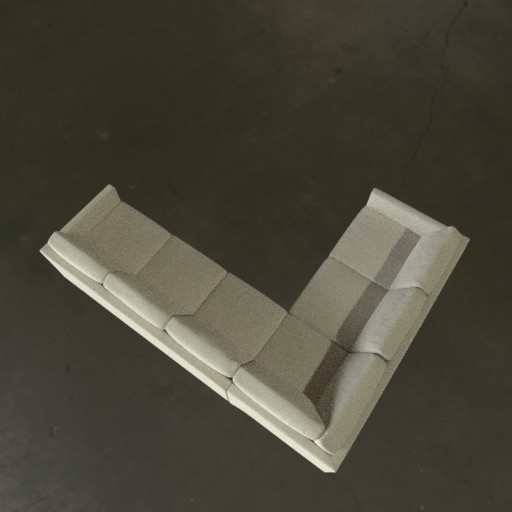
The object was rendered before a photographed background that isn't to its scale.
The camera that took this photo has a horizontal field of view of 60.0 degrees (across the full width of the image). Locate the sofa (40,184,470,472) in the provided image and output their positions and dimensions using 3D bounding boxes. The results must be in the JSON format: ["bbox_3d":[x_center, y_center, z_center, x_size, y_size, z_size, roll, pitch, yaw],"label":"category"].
[{"bbox_3d":[0.000,0.000,4.310,3.182,0.863,2.432,33,68,15],"label":"sofa"}]
